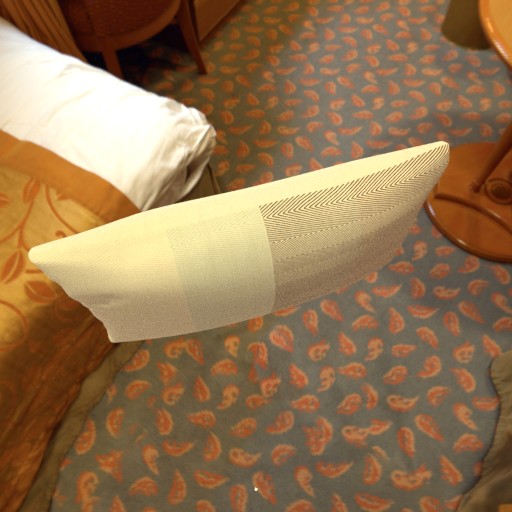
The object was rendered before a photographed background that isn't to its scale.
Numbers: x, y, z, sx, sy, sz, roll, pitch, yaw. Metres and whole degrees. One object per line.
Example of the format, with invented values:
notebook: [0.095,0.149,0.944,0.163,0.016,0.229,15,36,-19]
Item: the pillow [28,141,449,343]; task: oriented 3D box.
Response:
pillow: [0.000,0.000,0.633,0.506,0.305,0.139,-15,63,-8]
